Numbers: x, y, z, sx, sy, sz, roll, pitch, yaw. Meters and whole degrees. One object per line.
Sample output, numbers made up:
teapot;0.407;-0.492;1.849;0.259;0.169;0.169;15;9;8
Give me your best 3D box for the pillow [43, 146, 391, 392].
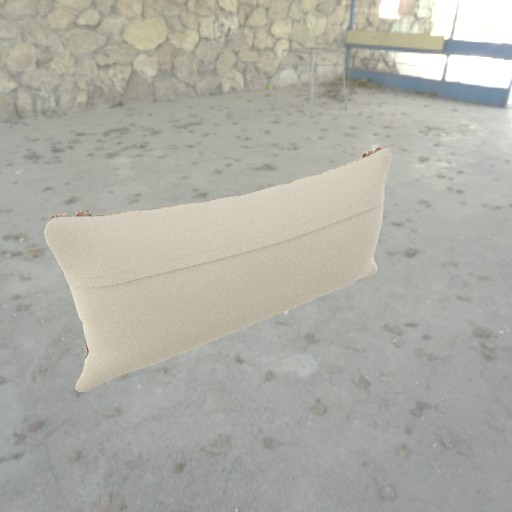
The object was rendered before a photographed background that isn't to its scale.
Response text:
pillow;0.000;0.000;0.743;0.635;0.282;0.139;-18;33;-29
